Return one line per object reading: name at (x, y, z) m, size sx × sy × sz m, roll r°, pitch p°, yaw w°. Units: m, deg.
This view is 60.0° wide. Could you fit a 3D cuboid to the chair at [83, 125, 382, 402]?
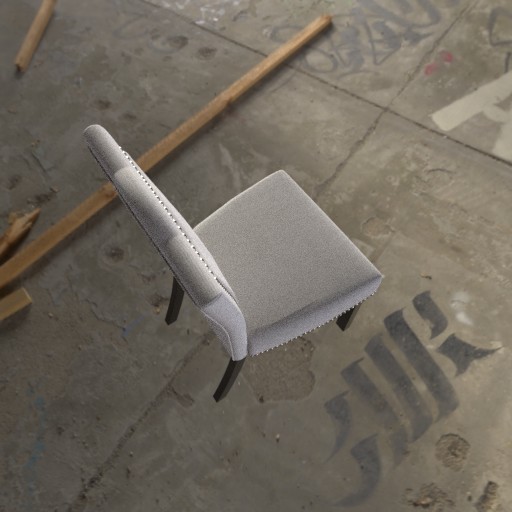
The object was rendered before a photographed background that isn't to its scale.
chair at (0.000, 0.000, 1.293) m, size 0.589 × 0.946 × 0.518 m, roll -31°, pitch 65°, yaw -17°
